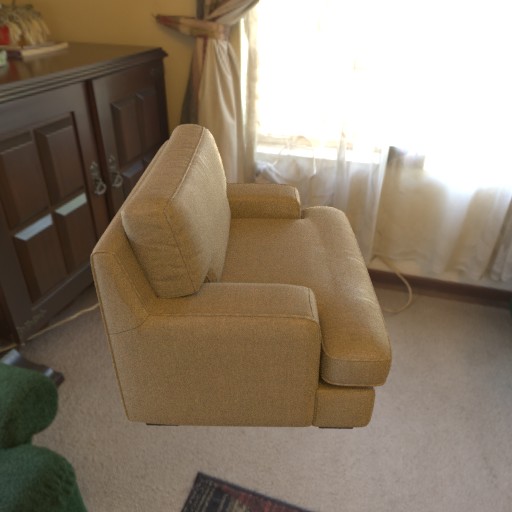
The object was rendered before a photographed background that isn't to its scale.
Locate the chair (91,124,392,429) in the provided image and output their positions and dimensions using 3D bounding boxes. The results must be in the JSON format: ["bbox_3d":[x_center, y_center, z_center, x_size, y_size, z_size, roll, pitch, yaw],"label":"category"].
[{"bbox_3d":[0.000,0.000,2.056,1.043,0.974,1.270,1,31,1],"label":"chair"}]
